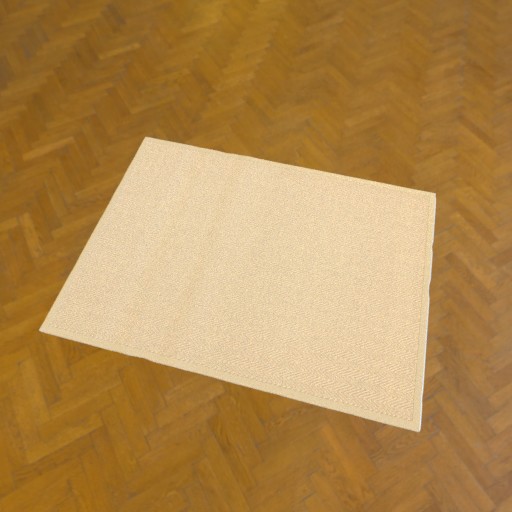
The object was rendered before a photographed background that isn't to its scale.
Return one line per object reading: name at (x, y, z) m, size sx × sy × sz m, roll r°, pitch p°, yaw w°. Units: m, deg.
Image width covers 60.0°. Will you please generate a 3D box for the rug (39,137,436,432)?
rug at (0.000, 0.000, 4.756) m, size 3.659 × 0.037 × 2.734 m, roll 13°, pitch 60°, yaw 8°
